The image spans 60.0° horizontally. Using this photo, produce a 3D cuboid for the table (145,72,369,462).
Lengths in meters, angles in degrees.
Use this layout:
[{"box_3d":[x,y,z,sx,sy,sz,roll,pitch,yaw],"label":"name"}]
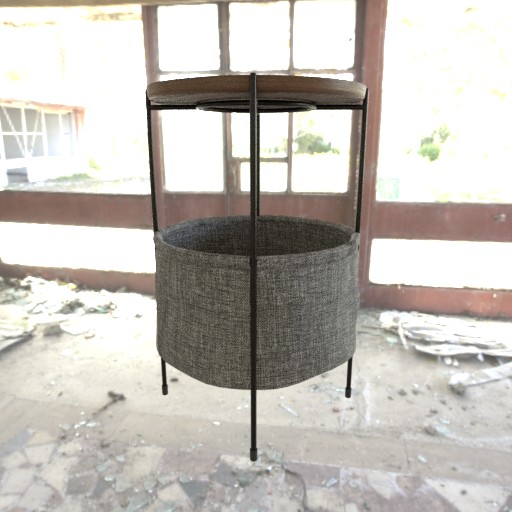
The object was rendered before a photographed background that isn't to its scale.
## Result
[{"box_3d":[0.000,0.000,0.878,0.400,0.623,0.400,-14,20,-42],"label":"table"}]
